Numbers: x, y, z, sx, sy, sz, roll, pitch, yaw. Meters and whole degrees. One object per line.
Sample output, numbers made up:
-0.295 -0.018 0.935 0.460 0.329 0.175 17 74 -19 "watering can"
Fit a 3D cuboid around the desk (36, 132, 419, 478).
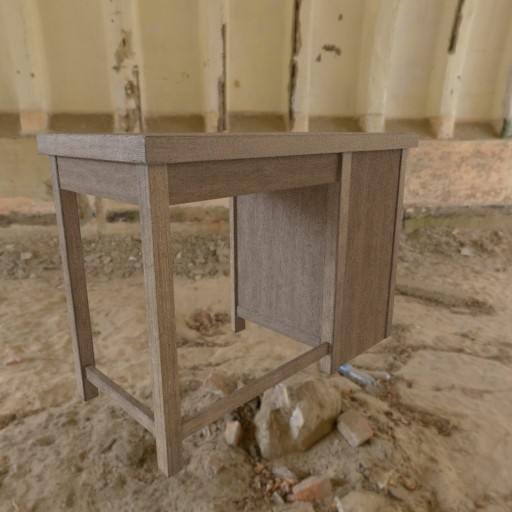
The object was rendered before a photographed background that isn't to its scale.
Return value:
0.000 0.000 1.707 0.610 0.912 1.289 15 22 42 "desk"
